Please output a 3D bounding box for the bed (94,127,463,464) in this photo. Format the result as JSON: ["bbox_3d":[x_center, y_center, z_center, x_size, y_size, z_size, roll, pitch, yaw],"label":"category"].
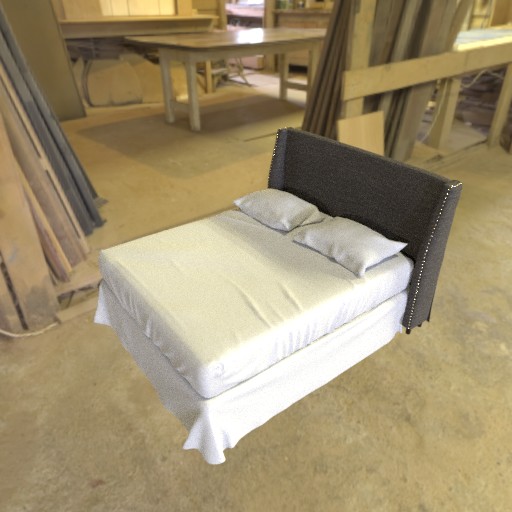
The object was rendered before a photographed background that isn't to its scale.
[{"bbox_3d":[0.000,0.000,3.524,2.276,1.332,1.925,-21,37,-31],"label":"bed"}]
